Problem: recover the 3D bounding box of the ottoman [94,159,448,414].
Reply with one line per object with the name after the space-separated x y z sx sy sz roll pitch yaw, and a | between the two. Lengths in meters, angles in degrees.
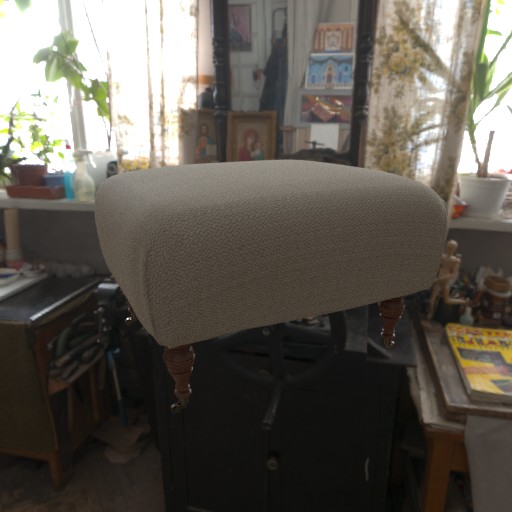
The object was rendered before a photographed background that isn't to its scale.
0.000 0.000 1.093 0.684 0.447 0.622 -8 19 -26 | ottoman
